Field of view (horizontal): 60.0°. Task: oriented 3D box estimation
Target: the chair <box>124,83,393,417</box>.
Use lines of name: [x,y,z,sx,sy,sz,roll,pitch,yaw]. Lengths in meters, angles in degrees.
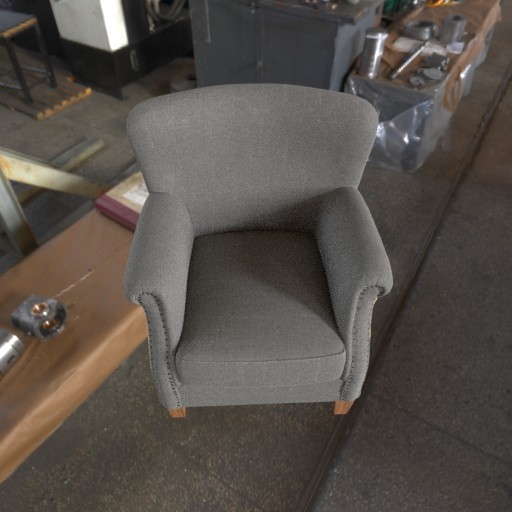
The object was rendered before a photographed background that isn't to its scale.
chair: [0.000,0.000,1.637,0.861,0.936,0.921,-2,46,-2]
